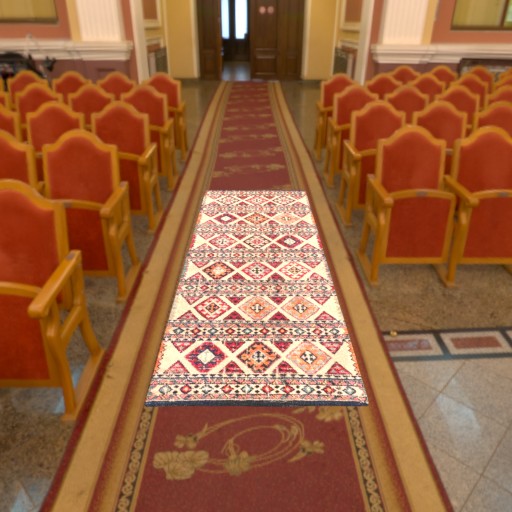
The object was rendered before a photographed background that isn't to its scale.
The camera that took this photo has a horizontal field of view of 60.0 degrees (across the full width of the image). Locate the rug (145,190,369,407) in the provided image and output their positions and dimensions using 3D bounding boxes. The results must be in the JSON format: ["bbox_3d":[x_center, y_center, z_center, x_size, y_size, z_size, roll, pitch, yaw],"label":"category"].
[{"bbox_3d":[0.000,0.000,2.669,0.832,0.008,2.362,0,28,0],"label":"rug"}]
